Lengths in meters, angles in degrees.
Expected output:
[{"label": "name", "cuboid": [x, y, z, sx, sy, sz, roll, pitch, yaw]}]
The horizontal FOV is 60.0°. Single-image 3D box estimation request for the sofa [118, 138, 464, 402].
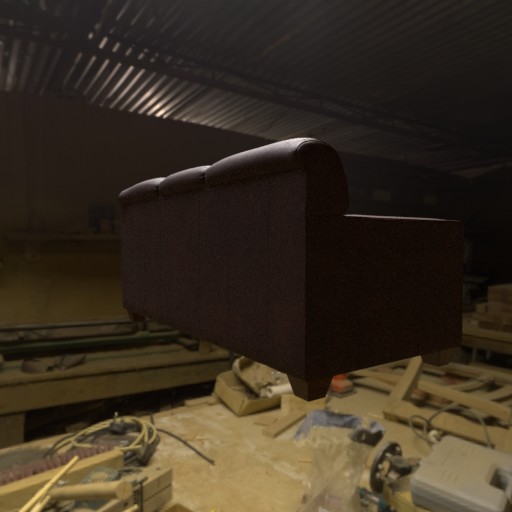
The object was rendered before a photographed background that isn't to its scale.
[{"label": "sofa", "cuboid": [0.000, 0.000, 2.578, 1.008, 0.953, 2.039, -1, 2, -34]}]
